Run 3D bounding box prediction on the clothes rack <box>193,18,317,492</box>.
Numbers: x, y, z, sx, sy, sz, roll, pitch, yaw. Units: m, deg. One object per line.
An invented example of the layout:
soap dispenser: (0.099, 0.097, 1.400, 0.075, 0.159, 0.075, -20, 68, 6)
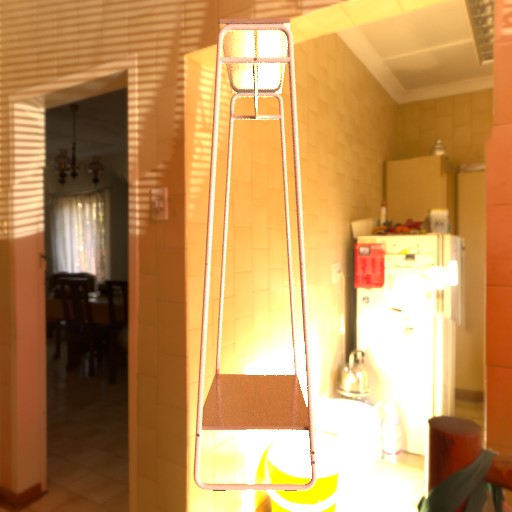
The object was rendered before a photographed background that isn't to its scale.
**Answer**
clothes rack: (0.000, 0.000, 1.734, 0.400, 1.512, 0.640, 0, 1, 1)
